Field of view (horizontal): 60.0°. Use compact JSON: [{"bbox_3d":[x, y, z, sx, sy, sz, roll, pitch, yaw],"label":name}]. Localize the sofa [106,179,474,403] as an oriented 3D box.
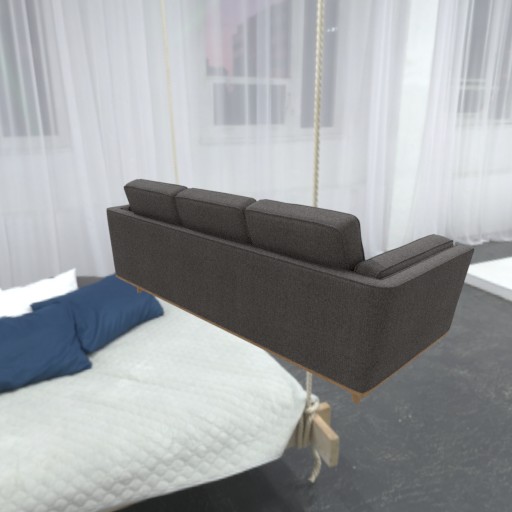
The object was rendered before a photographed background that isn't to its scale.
[{"bbox_3d":[0.000,0.000,2.867,0.903,0.899,2.362,-16,23,-42],"label":"sofa"}]
